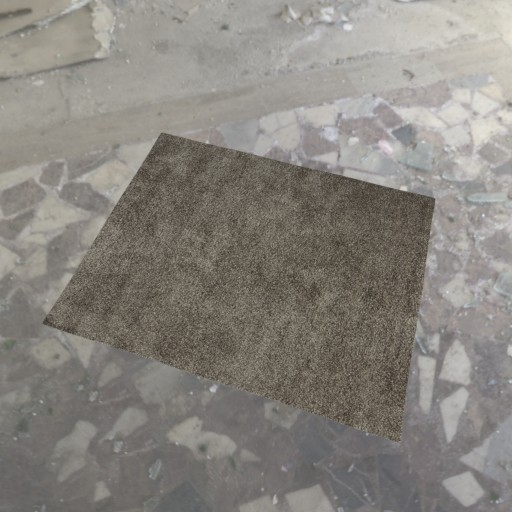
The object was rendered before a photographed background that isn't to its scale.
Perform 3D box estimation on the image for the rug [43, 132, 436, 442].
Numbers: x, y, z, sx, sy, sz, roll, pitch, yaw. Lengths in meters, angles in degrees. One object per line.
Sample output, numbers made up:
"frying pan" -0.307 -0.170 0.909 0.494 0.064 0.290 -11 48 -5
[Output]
"rug" 0.000 0.000 4.084 3.000 0.025 2.401 16 60 9
